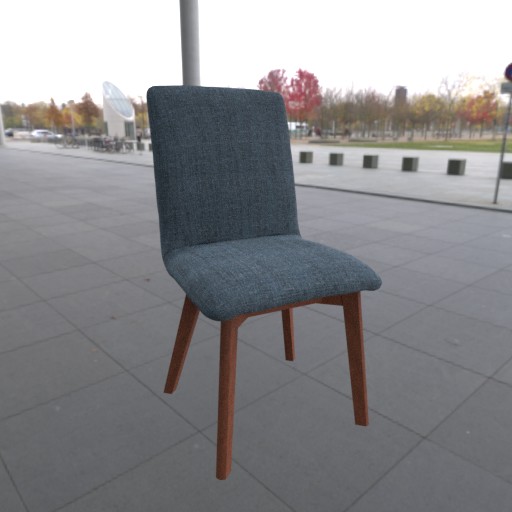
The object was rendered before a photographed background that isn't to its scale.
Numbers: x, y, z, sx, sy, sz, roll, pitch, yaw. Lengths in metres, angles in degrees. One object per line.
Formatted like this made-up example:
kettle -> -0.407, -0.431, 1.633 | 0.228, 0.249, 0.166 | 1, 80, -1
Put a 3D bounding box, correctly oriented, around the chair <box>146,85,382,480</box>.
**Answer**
chair -> 0.000, 0.000, 1.310 | 0.522, 0.974, 0.563 | -8, 18, -26
